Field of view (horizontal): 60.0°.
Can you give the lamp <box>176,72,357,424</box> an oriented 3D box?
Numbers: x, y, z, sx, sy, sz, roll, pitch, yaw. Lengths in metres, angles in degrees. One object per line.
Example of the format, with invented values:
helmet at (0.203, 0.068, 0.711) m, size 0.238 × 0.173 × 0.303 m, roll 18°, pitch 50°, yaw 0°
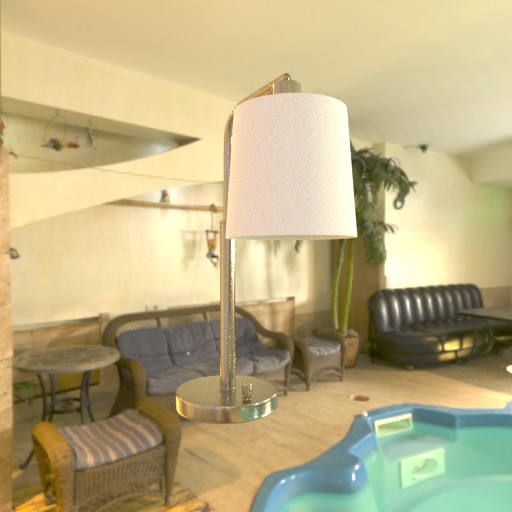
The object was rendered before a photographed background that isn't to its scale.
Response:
lamp at (0.000, 0.000, 0.652) m, size 0.171 × 0.489 × 0.333 m, roll 0°, pitch 1°, yaw -35°
